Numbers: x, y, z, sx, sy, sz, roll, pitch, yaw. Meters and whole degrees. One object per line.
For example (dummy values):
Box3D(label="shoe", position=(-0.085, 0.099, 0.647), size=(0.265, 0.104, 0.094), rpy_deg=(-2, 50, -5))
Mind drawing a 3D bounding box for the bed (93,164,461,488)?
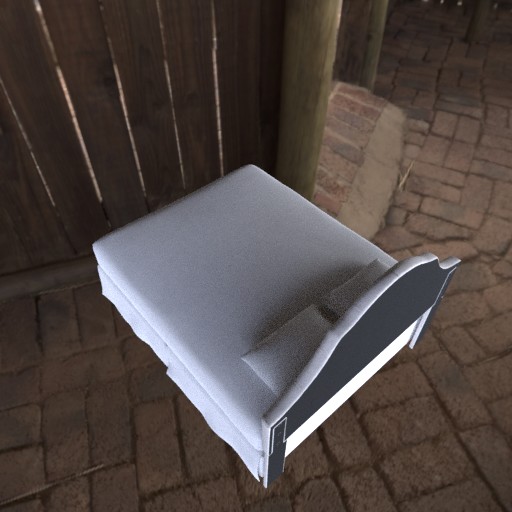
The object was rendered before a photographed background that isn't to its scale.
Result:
Box3D(label="bed", position=(0.000, 0.000, 3.734), size=(2.039, 1.617, 2.477), rpy_deg=(-32, 54, -27))
